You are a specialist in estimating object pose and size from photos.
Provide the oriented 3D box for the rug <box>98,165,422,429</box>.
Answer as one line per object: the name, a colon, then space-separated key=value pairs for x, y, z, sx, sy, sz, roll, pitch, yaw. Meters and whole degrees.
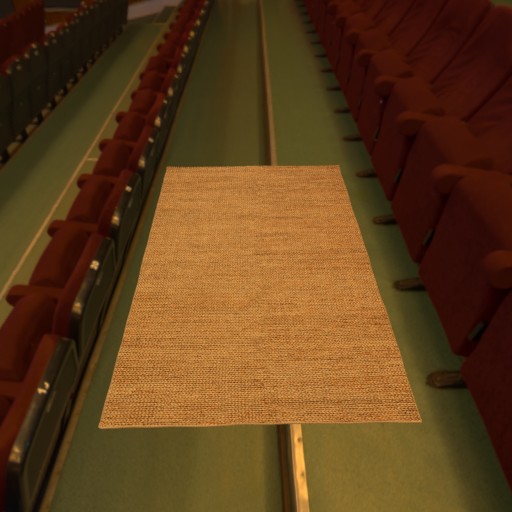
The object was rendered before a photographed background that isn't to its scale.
rug: x=0.000 y=0.000 z=2.999 sx=1.521 sy=0.034 sz=2.438 roll=-1 pitch=41 yaw=-1
